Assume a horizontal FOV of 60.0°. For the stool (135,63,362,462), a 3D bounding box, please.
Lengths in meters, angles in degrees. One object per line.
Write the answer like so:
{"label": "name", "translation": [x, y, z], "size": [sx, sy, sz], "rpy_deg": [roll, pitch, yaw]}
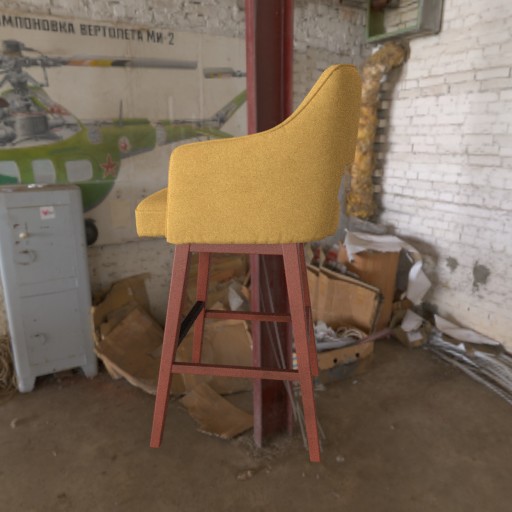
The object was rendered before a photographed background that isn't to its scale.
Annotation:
{"label": "stool", "translation": [0.000, 0.000, 1.311], "size": [0.558, 1.012, 0.548], "rpy_deg": [2, 15, 7]}
